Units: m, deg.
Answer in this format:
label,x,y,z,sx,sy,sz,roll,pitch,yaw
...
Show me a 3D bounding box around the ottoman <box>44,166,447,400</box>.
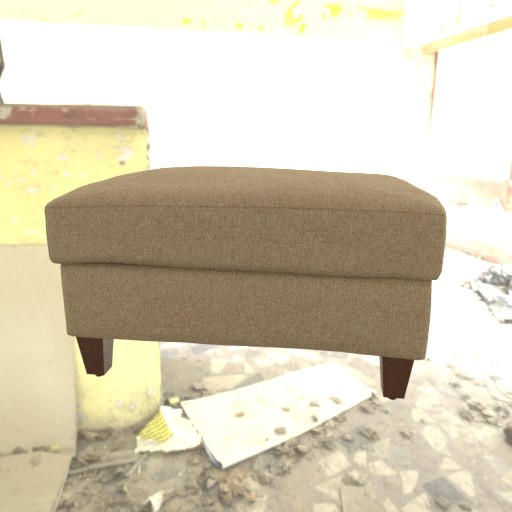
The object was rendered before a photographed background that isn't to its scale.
label,x,y,z,sx,sy,sz,roll,pitch,yaw
ottoman,0.000,0.000,1.297,0.889,0.511,0.692,2,15,8
